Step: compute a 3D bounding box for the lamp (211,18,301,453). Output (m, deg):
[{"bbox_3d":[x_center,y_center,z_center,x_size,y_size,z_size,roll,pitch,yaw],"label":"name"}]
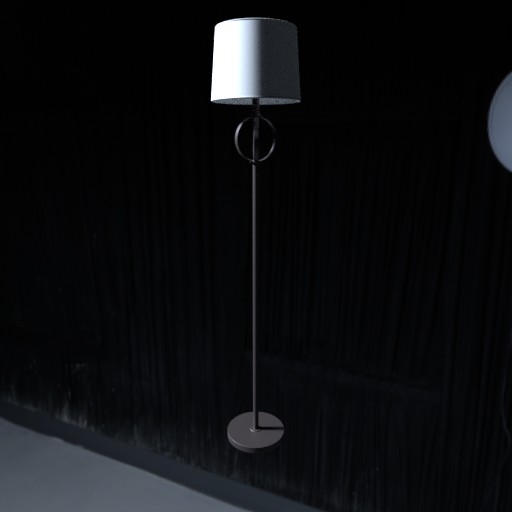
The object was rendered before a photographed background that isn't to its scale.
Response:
[{"bbox_3d":[0.000,0.000,1.566,0.286,1.462,0.286,7,17,26],"label":"lamp"}]
